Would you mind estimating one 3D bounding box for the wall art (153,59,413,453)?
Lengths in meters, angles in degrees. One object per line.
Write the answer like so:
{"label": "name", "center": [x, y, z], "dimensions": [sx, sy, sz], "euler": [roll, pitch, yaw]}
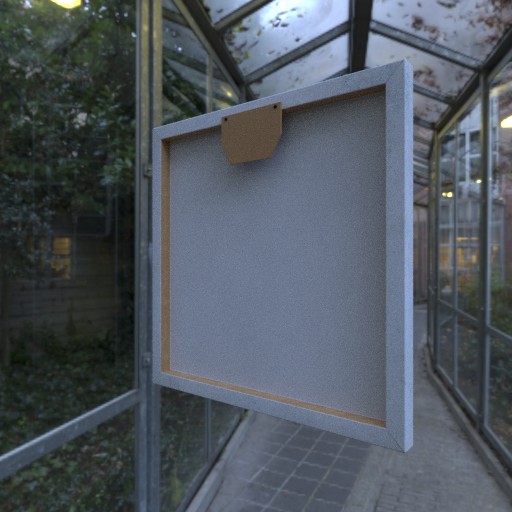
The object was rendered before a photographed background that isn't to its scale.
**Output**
{"label": "wall art", "center": [0.000, 0.000, 0.877], "dimensions": [0.605, 0.605, 0.044], "euler": [0, 0, 38]}
